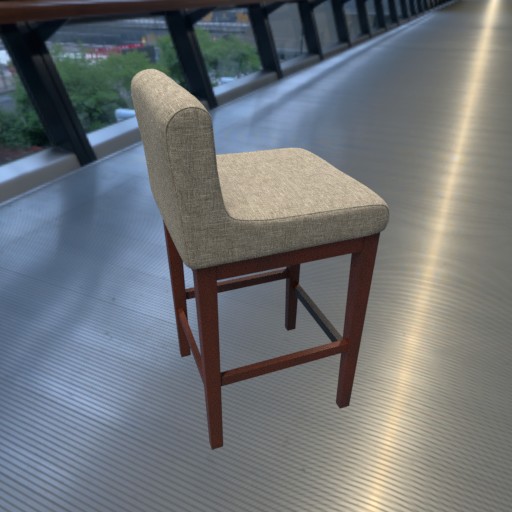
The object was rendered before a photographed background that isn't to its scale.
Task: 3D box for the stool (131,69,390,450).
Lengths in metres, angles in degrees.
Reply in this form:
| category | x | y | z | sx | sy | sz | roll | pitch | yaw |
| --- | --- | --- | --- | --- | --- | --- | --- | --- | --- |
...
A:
| category | x | y | z | sx | sy | sz | roll | pitch | yaw |
| --- | --- | --- | --- | --- | --- | --- | --- | --- | --- |
| stool | 0.000 | 0.000 | 1.094 | 0.459 | 0.835 | 0.417 | -11 | 32 | -18 |
